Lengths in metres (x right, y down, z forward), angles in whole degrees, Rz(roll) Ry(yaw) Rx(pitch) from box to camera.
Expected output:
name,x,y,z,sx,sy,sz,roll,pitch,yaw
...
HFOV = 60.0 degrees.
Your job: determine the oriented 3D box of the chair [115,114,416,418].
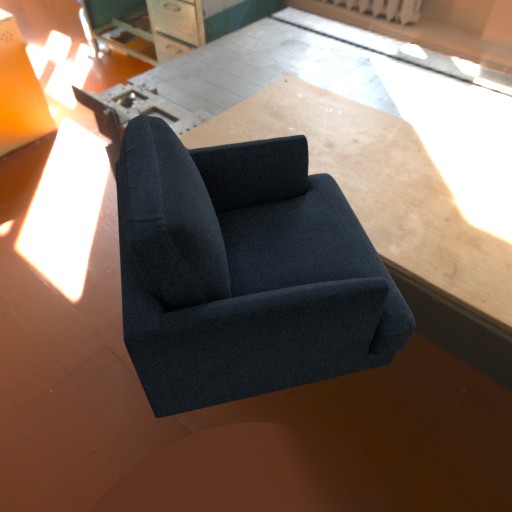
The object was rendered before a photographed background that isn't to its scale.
name,x,y,z,sx,sy,sz,roll,pitch,yaw
chair,0.000,0.000,1.632,0.899,0.957,0.858,-10,49,-9
